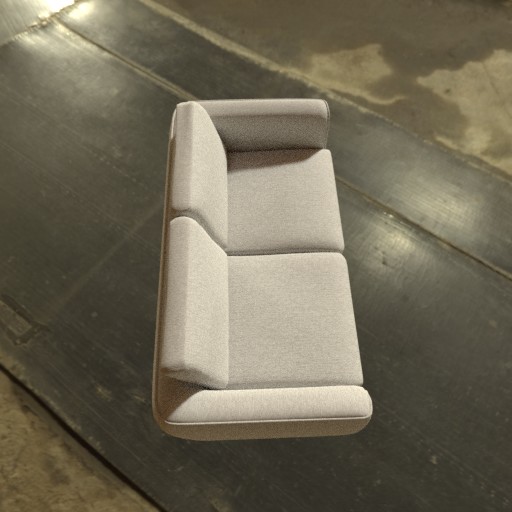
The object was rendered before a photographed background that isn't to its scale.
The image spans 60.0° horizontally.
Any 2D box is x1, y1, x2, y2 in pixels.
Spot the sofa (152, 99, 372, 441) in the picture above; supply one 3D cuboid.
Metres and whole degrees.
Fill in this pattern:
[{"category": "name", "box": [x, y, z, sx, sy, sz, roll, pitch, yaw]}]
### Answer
[{"category": "sofa", "box": [0.000, 0.000, 2.241, 0.920, 0.850, 1.700, -2, 63, -1]}]
